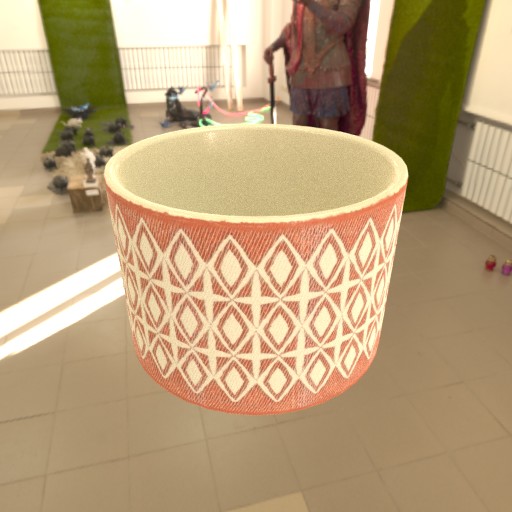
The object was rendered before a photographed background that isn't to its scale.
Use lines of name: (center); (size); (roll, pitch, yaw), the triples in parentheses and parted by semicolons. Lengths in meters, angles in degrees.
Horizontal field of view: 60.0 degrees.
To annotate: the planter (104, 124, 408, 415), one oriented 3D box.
planter: (0.000, 0.000, 0.327); (0.192, 0.148, 0.192); (0, 30, 0)
